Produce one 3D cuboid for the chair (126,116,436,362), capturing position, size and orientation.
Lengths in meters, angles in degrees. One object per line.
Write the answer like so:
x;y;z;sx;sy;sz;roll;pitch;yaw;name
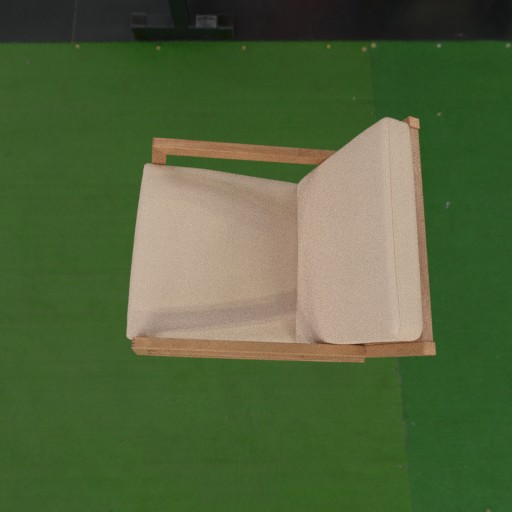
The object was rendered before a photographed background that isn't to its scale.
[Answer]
0.000;0.000;1.422;0.857;0.790;0.622;2;75;0;chair
